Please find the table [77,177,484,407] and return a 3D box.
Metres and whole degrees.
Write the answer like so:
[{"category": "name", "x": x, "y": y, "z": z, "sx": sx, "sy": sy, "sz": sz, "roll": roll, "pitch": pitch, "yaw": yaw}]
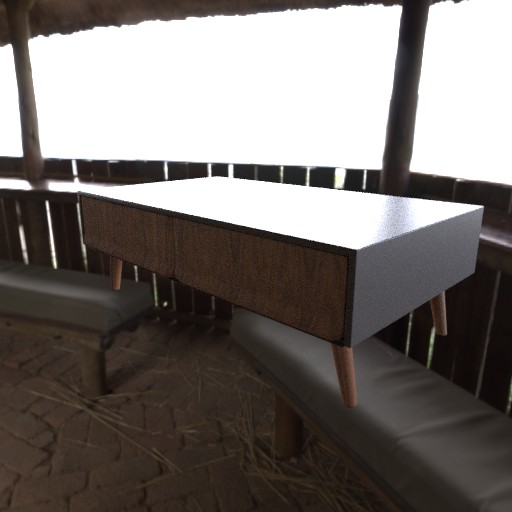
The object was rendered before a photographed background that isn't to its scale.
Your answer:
[{"category": "table", "x": 0.000, "y": 0.000, "z": 1.531, "sx": 1.201, "sy": 0.404, "sz": 0.703, "roll": 15, "pitch": 22, "yaw": 42}]
